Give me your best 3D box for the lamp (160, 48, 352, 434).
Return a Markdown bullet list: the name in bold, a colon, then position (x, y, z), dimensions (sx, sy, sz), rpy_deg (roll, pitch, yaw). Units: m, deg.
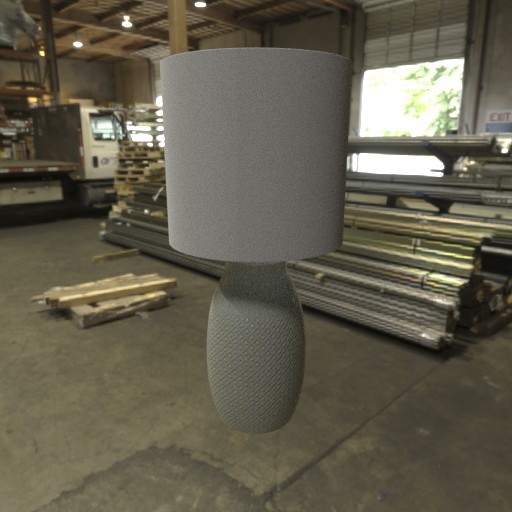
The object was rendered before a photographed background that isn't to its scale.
- **lamp**: position (0.000, 0.000, 0.568), dimensions (0.217, 0.453, 0.217), rpy_deg (-14, 21, -42)
